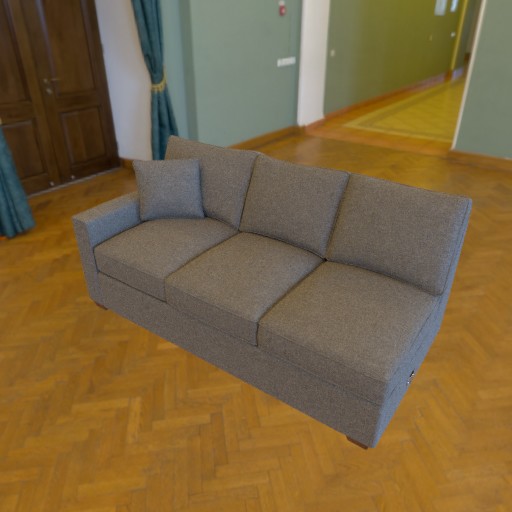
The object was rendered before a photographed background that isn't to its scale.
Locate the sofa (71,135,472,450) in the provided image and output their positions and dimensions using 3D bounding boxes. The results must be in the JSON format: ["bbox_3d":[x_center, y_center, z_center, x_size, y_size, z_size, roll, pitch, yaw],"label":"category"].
[{"bbox_3d":[0.000,0.000,2.505,1.963,0.946,1.034,19,35,30],"label":"sofa"}]
